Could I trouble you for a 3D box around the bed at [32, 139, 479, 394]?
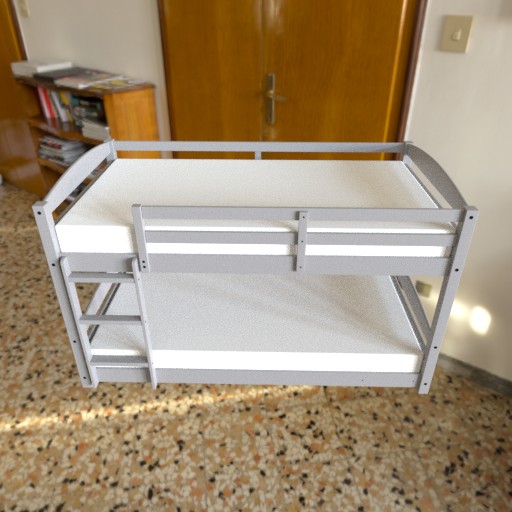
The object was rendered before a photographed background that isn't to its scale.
[{"bbox_3d":[0.000,0.000,2.722,2.013,1.206,1.105,1,31,1],"label":"bed"}]
